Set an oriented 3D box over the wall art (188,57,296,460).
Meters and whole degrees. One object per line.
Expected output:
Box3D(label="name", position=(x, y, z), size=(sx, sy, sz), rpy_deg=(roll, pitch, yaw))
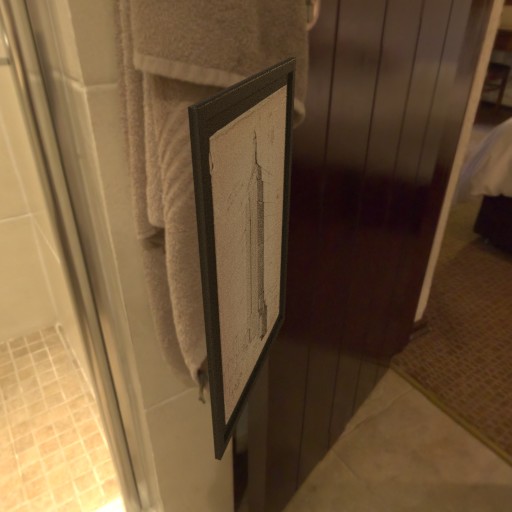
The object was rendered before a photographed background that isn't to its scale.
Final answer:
Box3D(label="wall art", position=(0.000, 0.000, 0.866), size=(0.012, 0.661, 0.451), rpy_deg=(10, 33, 16))
